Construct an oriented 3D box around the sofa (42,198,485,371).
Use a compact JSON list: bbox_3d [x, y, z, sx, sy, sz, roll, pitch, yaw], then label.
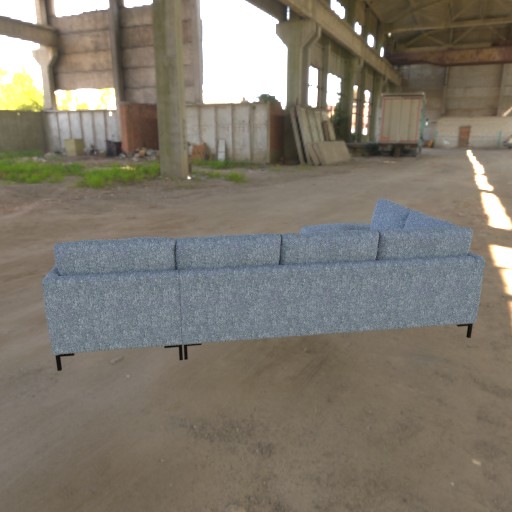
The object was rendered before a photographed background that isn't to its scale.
[{"bbox_3d":[0.000,0.000,3.553,2.737,0.756,1.879,-3,16,-9],"label":"sofa"}]
